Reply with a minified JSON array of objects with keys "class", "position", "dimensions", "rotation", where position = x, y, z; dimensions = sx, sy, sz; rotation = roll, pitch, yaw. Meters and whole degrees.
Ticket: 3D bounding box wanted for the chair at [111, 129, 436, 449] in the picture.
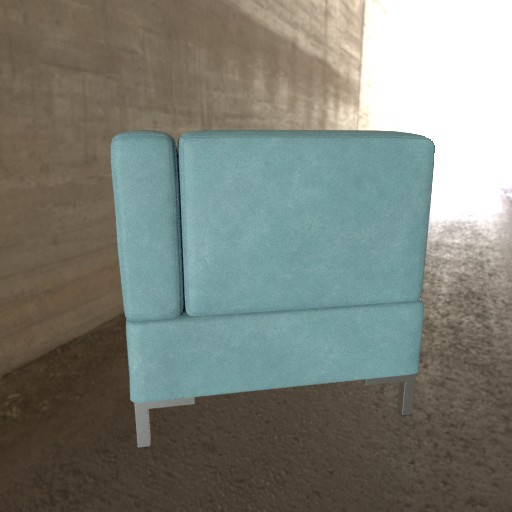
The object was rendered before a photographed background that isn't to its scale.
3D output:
[{"class":"chair","position":[0.000,0.000,1.231],"dimensions":[0.680,0.660,0.680],"rotation":[-3,15,-11]}]
